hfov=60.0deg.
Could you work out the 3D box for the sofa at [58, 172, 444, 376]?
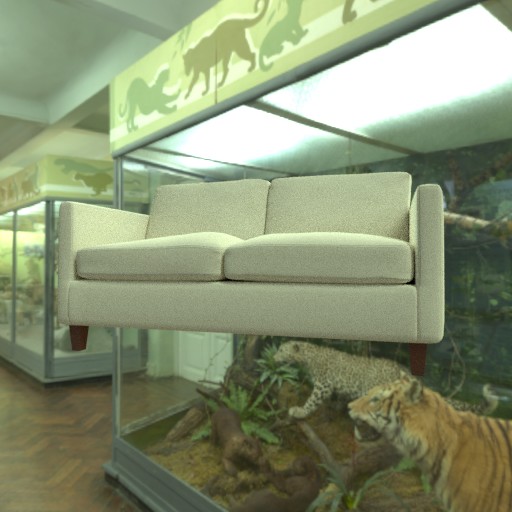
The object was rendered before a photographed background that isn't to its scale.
[{"bbox_3d":[0.000,0.000,2.259,1.702,0.888,0.964,0,-1,18],"label":"sofa"}]
